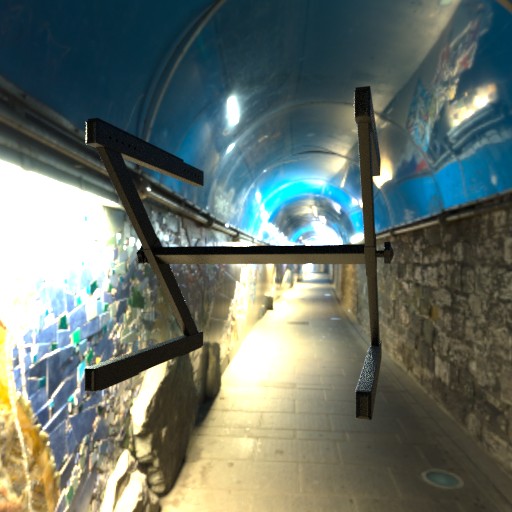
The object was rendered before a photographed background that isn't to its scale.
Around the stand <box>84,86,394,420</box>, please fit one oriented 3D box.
[{"bbox_3d":[0.000,0.000,1.179,0.700,0.617,0.586,0,-1,18],"label":"stand"}]
